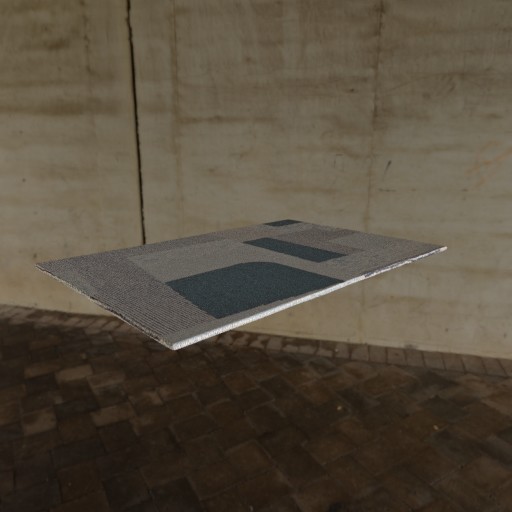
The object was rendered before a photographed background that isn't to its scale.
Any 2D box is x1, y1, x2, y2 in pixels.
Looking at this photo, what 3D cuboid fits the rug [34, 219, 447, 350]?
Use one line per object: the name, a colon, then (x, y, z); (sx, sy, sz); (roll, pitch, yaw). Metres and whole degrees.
rug: (0.000, 0.000, 2.362); (1.847, 0.020, 1.238); (-13, 20, -42)
